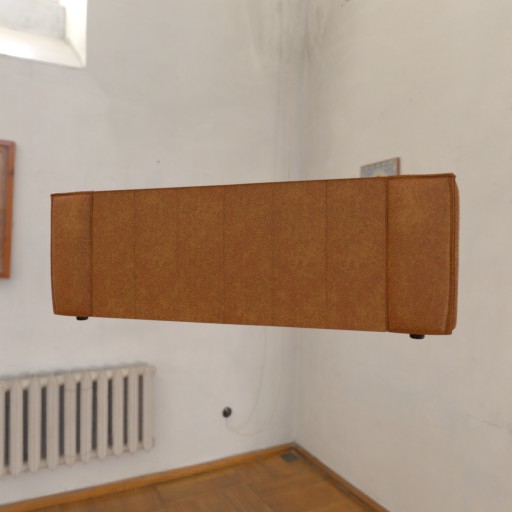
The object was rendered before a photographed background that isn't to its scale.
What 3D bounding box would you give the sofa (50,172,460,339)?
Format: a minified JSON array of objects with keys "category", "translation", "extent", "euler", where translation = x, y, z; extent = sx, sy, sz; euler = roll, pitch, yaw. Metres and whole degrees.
[{"category":"sofa","translation":[0.000,0.000,2.590],"extent":[2.088,0.703,1.102],"euler":[0,1,18]}]
